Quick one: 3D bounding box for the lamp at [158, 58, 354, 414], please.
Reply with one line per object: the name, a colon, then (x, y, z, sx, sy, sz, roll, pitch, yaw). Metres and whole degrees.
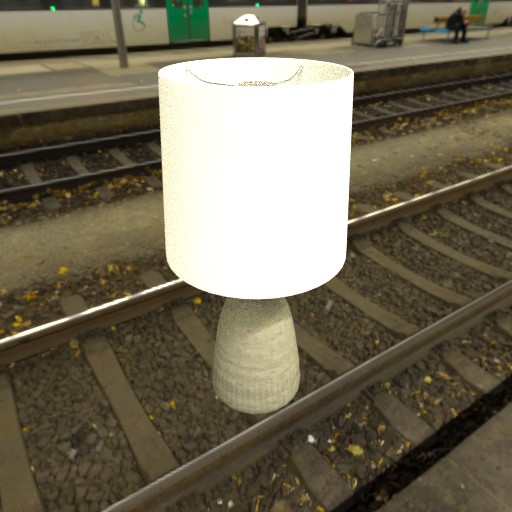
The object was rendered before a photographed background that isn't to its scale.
lamp: (0.000, 0.000, 0.472, 0.186, 0.369, 0.186, 0, 31, 0)
